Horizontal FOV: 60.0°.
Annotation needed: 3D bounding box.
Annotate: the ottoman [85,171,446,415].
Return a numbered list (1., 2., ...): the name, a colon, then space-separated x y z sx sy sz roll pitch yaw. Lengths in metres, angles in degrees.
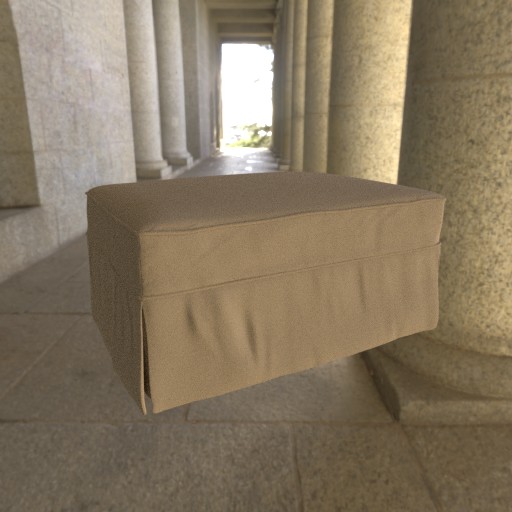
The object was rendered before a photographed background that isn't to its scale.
1. ottoman: 0.000 0.000 1.383 0.959 0.482 0.721 -9 19 -27
